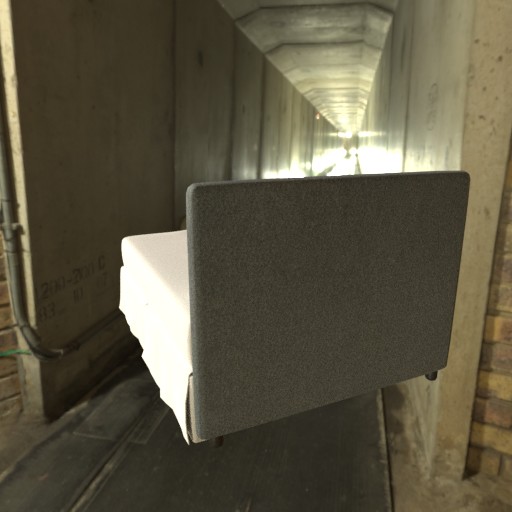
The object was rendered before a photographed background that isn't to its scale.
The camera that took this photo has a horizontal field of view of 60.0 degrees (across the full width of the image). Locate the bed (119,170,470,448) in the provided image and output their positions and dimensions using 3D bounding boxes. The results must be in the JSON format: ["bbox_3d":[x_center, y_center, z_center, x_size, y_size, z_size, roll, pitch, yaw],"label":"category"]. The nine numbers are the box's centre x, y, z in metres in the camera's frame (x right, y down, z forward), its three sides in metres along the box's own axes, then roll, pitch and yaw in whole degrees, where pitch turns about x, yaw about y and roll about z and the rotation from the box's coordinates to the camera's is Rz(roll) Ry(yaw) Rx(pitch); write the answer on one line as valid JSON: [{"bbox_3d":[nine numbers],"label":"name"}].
[{"bbox_3d":[0.000,0.000,3.232,1.723,1.330,2.142,-7,17,-24],"label":"bed"}]
